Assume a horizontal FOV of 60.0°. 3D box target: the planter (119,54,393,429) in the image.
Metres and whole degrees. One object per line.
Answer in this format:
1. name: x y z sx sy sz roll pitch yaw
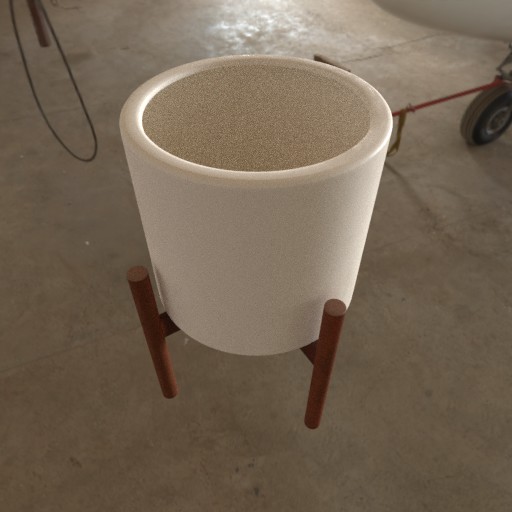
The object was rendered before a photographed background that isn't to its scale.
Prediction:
1. planter: 0.000 0.000 0.495 0.224 0.358 0.224 9 46 9
